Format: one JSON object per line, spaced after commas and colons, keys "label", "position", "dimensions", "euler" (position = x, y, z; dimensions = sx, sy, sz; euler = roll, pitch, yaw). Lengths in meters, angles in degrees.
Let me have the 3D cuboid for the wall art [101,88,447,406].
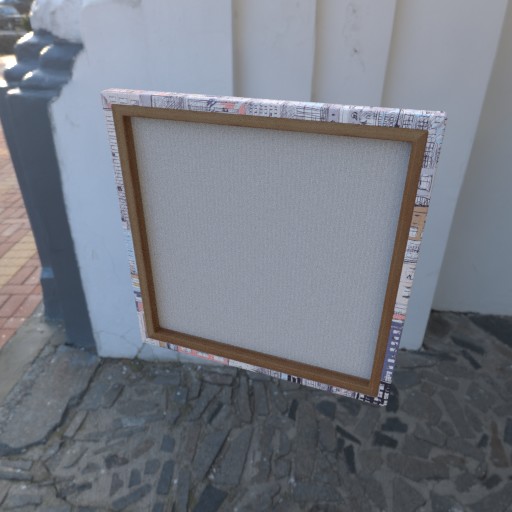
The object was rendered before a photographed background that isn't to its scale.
{"label": "wall art", "position": [0.000, 0.000, 1.130], "dimensions": [0.761, 0.762, 0.048], "euler": [10, 32, 17]}
